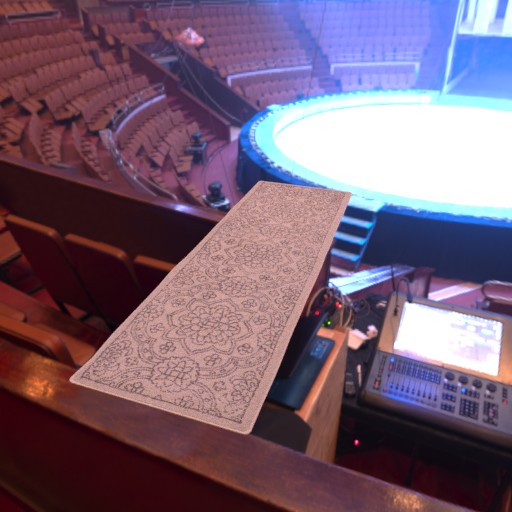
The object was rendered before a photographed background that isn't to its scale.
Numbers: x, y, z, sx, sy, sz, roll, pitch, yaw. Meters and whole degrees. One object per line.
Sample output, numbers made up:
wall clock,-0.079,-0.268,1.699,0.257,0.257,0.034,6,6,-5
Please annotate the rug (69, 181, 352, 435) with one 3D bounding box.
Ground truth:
rug,0.000,0.000,2.688,0.806,0.006,2.431,10,32,17
